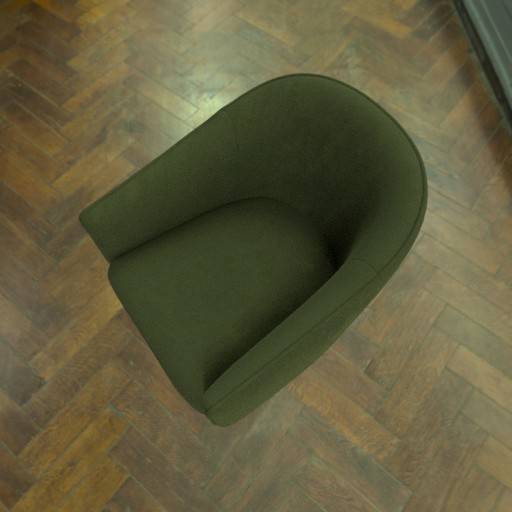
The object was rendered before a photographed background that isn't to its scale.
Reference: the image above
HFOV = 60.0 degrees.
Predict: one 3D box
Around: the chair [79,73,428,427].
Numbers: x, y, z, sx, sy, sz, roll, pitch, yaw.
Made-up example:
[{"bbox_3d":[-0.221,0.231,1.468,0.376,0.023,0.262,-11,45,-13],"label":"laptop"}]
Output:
[{"bbox_3d":[0.000,0.000,1.444,0.875,0.799,0.747,-33,68,-15],"label":"chair"}]
